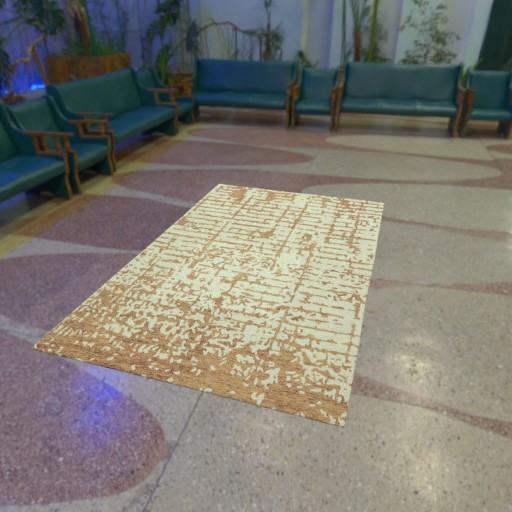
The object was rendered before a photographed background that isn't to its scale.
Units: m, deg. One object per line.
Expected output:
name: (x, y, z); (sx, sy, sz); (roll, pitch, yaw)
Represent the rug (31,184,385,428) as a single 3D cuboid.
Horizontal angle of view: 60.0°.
rug: (0.000, 0.000, 2.963); (1.517, 0.011, 2.435); (9, 30, 16)
